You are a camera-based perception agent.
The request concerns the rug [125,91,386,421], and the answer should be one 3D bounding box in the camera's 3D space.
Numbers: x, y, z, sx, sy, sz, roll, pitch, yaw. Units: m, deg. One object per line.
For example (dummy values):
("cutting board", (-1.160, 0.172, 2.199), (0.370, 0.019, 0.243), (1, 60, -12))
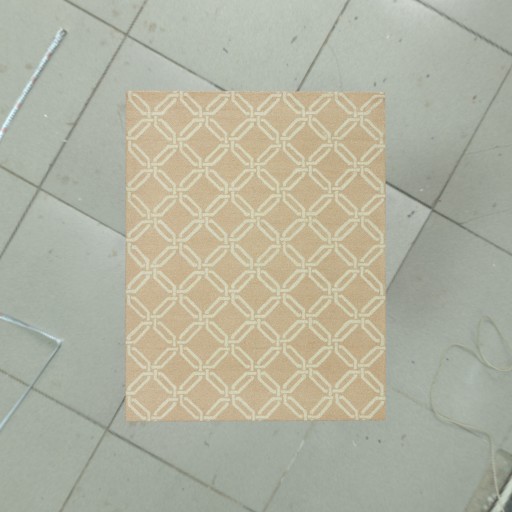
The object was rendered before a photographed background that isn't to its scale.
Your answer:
("rug", (0.000, 0.000, 3.896), (2.288, 0.018, 2.895), (0, 90, -1))
